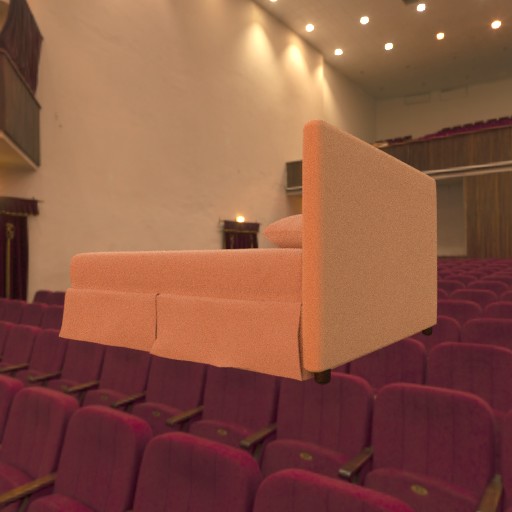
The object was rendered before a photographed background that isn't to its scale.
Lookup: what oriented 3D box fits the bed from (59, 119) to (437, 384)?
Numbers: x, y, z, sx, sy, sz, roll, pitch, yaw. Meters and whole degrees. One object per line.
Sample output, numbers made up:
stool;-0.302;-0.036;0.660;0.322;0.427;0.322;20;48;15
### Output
bed;0.000;0.000;3.620;2.341;1.317;2.119;0;-1;37
